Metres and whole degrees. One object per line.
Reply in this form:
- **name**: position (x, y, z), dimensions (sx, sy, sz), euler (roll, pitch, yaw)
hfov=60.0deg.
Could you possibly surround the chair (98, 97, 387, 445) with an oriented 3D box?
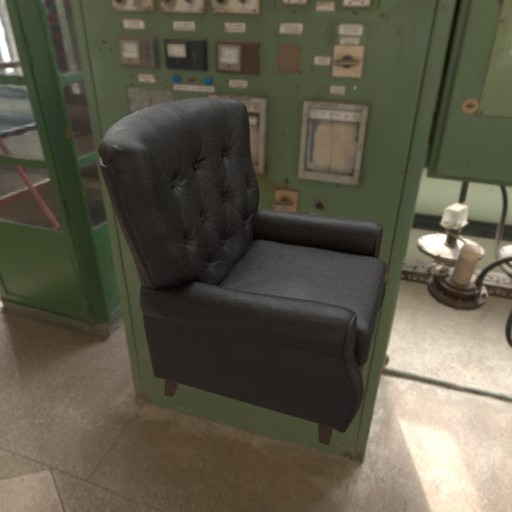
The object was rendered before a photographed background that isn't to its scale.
- **chair**: position (0.000, 0.000, 1.856), dimensions (1.058, 1.158, 0.948), euler (10, 31, 18)
